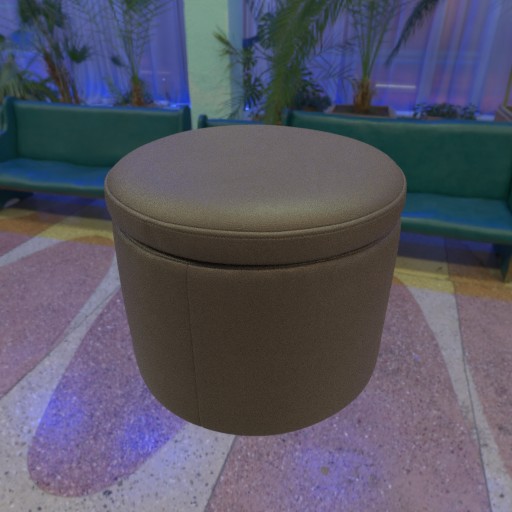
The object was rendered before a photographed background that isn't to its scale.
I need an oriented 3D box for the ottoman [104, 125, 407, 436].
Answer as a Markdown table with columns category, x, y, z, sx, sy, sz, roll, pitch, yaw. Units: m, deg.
| category | x | y | z | sx | sy | sz | roll | pitch | yaw |
| --- | --- | --- | --- | --- | --- | --- | --- | --- | --- |
| ottoman | 0.000 | 0.000 | 0.837 | 0.500 | 0.409 | 0.500 | 0 | 30 | 0 |
